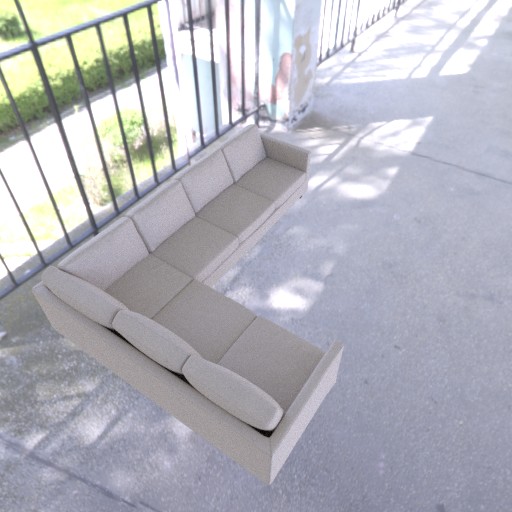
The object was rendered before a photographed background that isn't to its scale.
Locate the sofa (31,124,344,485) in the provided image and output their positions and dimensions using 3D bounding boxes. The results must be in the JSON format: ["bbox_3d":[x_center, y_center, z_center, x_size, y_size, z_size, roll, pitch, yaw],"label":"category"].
[{"bbox_3d":[0.000,0.000,4.316,2.432,0.863,3.182,26,51,23],"label":"sofa"}]
